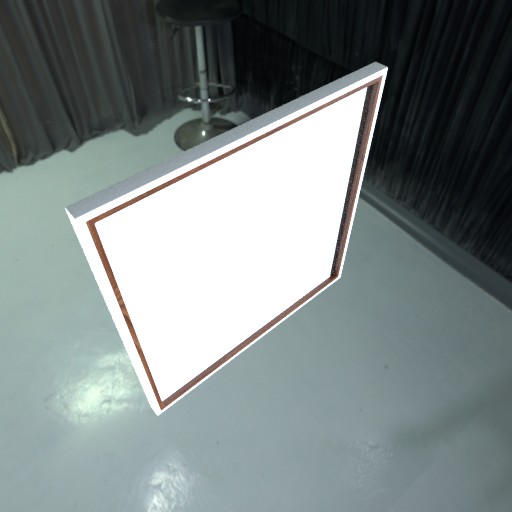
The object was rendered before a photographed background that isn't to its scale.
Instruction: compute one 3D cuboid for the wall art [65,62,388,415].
[{"bbox_3d":[0.000,0.000,1.503,1.009,1.009,0.049,-33,56,-26],"label":"wall art"}]
